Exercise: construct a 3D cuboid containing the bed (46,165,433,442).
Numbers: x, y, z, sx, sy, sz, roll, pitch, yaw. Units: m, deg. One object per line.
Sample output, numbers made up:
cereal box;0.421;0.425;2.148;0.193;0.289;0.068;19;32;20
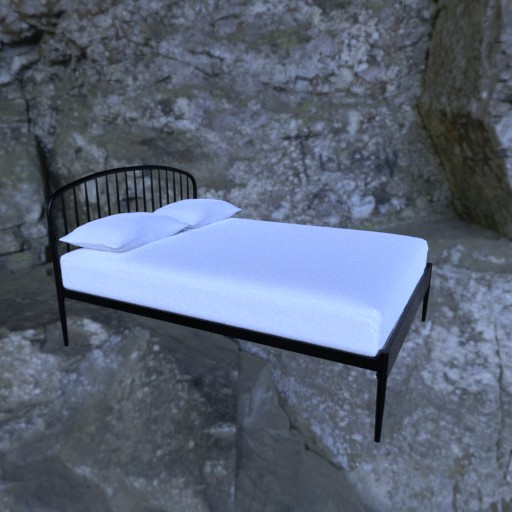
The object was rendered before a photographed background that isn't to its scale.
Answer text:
bed;0.000;0.000;3.093;2.159;1.166;1.618;8;17;26
